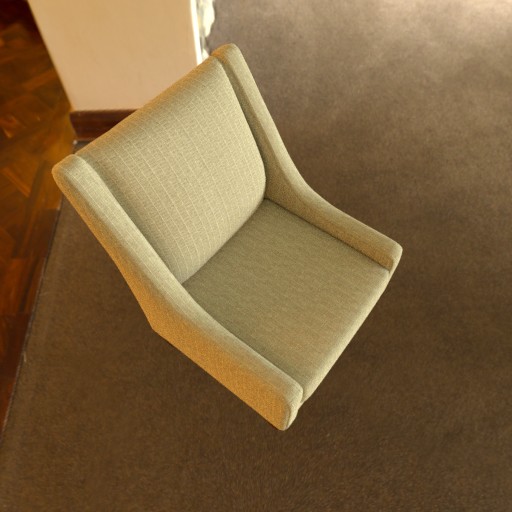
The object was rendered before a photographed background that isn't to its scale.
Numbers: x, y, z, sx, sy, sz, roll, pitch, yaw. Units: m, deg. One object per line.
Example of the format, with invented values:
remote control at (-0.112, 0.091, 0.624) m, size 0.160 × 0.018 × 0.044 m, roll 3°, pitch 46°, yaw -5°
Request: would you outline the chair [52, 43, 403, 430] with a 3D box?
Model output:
chair at (0.000, 0.000, 1.629) m, size 0.870 × 1.014 × 0.774 m, roll 33°, pitch 63°, yaw 19°
